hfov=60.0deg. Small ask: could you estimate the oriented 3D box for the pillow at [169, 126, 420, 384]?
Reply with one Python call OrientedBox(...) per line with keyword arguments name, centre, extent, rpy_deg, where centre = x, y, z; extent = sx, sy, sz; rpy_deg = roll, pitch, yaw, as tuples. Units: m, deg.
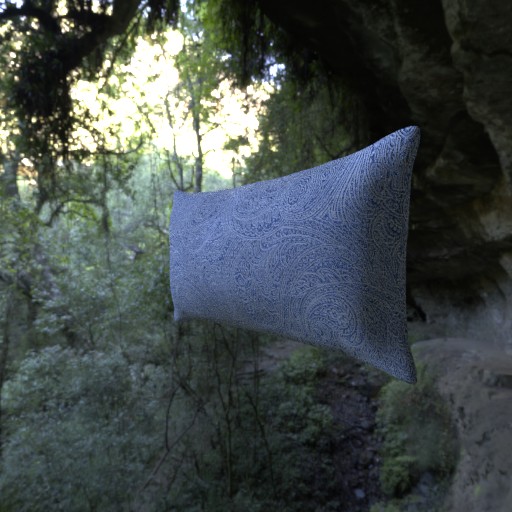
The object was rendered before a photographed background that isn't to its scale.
OrientedBox(name="pillow", centre=(0.000, 0.000, 0.744), extent=(0.151, 0.295, 0.615), rpy_deg=(0, 0, -36))
